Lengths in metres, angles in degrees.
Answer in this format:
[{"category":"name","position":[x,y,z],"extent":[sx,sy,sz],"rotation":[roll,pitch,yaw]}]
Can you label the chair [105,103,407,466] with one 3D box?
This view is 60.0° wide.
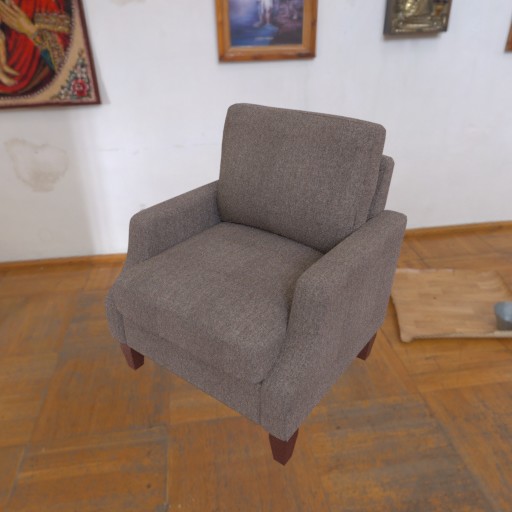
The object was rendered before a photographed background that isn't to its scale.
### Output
[{"category":"chair","position":[0.000,0.000,1.687],"extent":[0.855,0.993,0.897],"rotation":[20,35,32]}]
